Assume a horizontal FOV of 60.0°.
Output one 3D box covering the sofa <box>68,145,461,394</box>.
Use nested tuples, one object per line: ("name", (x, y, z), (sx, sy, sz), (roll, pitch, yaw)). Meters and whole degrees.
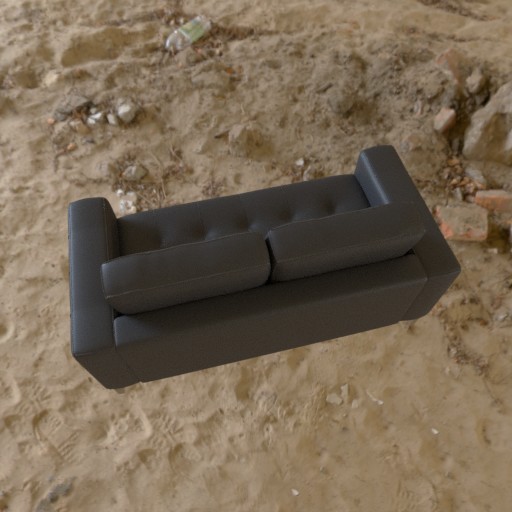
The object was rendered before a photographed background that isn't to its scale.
("sofa", (0.000, 0.000, 2.214), (1.726, 0.893, 0.833), (-12, 59, -7))
